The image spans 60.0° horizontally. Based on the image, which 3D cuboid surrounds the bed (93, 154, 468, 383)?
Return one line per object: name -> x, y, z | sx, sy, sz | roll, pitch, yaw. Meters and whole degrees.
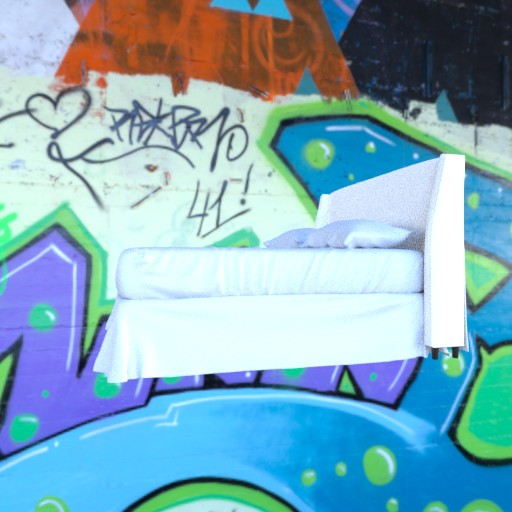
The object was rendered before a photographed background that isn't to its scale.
bed -> 0.000, 0.000, 3.427 | 2.276, 1.332, 1.925 | 0, -1, -16
